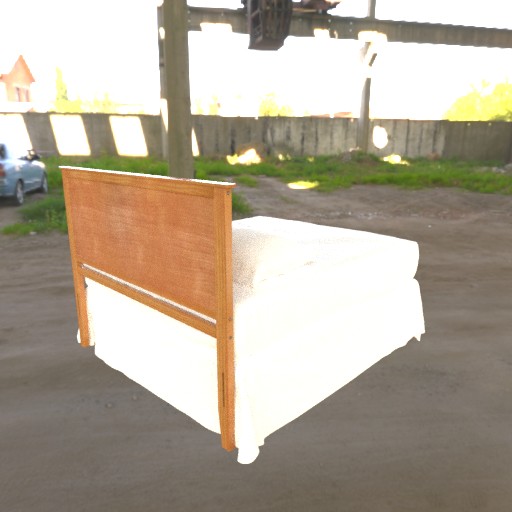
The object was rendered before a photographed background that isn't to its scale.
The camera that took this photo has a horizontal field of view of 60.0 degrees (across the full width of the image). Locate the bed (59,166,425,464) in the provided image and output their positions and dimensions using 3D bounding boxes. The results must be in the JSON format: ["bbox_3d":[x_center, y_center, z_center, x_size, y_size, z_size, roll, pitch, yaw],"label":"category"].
[{"bbox_3d":[0.000,0.000,3.177,1.870,1.273,2.035,14,21,43],"label":"bed"}]
